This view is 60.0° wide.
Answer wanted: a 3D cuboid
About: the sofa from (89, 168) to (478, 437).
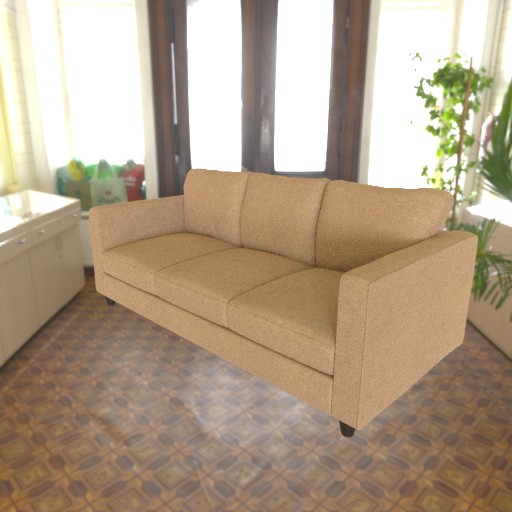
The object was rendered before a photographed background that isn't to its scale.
[{"bbox_3d":[0.000,0.000,2.308,1.855,0.800,0.930,15,22,42],"label":"sofa"}]
